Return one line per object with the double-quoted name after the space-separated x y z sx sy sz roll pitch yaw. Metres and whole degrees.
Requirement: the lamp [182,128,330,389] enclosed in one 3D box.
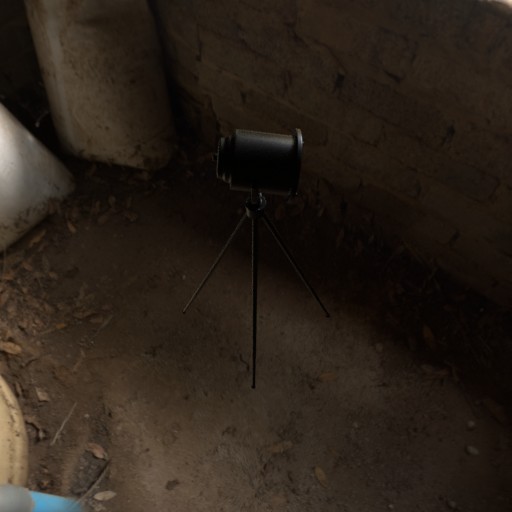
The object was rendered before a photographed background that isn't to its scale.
0.000 0.000 1.993 0.884 1.504 0.879 1 62 1 "lamp"
